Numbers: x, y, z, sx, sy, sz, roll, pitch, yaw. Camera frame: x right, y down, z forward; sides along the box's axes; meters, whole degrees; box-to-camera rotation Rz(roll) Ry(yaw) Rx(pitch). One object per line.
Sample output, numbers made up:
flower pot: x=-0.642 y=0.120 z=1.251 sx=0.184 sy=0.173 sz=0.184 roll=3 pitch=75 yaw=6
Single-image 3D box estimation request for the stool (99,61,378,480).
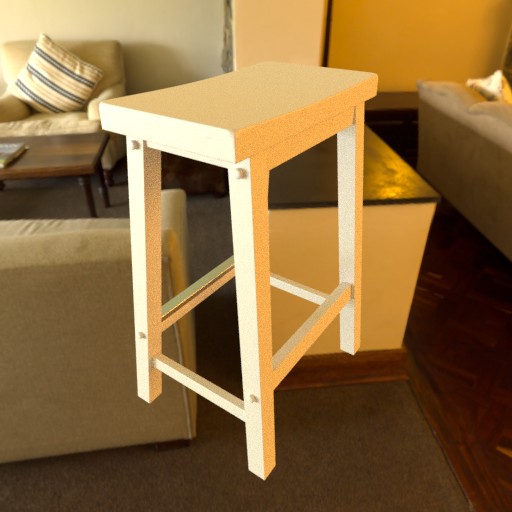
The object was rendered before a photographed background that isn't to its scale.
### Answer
stool: x=0.000 y=0.000 z=0.833 sx=0.322 sy=0.610 sz=0.406 roll=21 pitch=38 yaw=29
